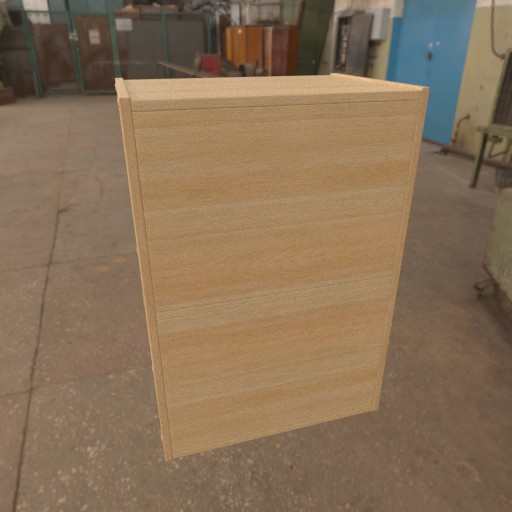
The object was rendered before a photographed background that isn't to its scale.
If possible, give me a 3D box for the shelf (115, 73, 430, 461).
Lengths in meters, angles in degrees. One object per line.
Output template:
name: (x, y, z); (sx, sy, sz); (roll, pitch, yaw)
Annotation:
shelf: (0.000, 0.000, 0.808); (0.414, 0.592, 0.290); (-8, 27, -15)
